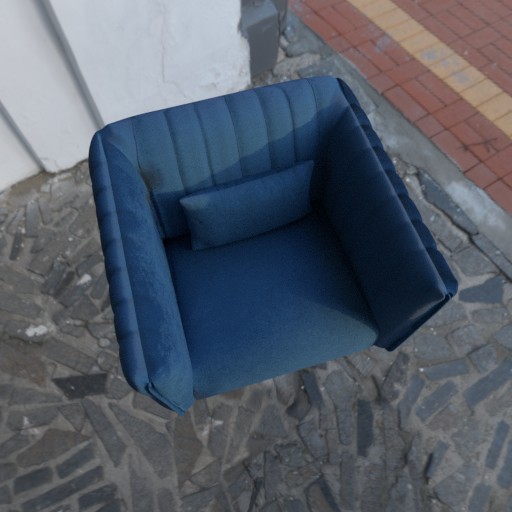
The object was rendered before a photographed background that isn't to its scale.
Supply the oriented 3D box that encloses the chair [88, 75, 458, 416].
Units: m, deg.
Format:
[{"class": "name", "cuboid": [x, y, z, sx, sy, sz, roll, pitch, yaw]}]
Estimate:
[{"class": "chair", "cuboid": [0.000, 0.000, 1.603, 0.947, 0.793, 0.877, -15, 65, -7]}]
